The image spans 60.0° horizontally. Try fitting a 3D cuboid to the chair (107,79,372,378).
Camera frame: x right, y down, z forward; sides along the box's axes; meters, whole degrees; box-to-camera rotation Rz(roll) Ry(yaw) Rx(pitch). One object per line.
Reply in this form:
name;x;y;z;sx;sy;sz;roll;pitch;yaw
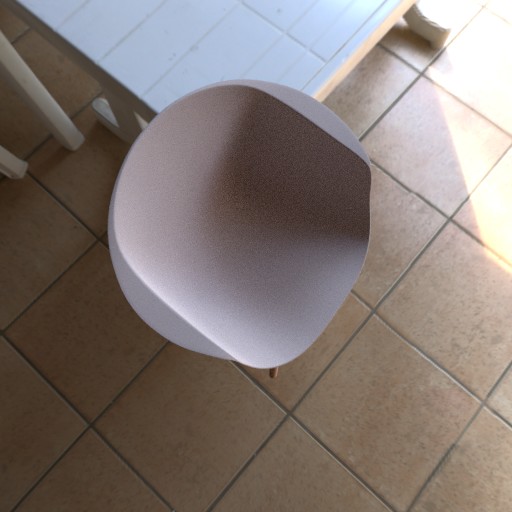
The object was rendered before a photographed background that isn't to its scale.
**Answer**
chair;0.000;0.000;1.172;0.504;0.781;0.593;35;77;9
